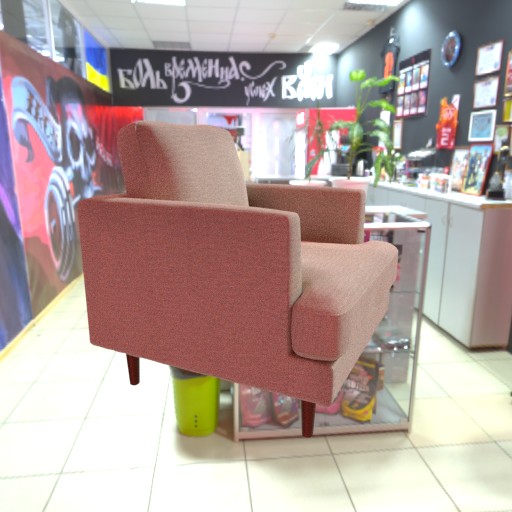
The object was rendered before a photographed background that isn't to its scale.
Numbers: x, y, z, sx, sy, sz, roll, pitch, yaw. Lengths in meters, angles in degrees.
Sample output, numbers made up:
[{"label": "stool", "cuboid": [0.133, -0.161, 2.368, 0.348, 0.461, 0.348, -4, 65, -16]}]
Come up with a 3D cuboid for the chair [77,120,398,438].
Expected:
[{"label": "chair", "cuboid": [0.000, 0.000, 1.634, 0.899, 0.957, 0.858, 7, 15, 26]}]
